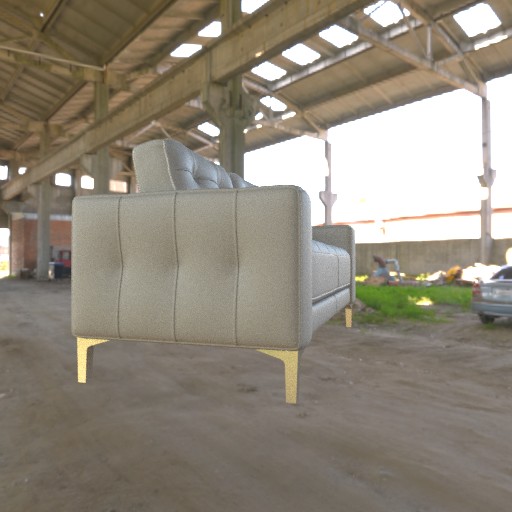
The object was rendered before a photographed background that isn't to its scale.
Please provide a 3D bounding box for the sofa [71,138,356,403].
[{"bbox_3d":[0.000,0.000,2.208,0.833,0.892,1.726,0,-1,18],"label":"sofa"}]
